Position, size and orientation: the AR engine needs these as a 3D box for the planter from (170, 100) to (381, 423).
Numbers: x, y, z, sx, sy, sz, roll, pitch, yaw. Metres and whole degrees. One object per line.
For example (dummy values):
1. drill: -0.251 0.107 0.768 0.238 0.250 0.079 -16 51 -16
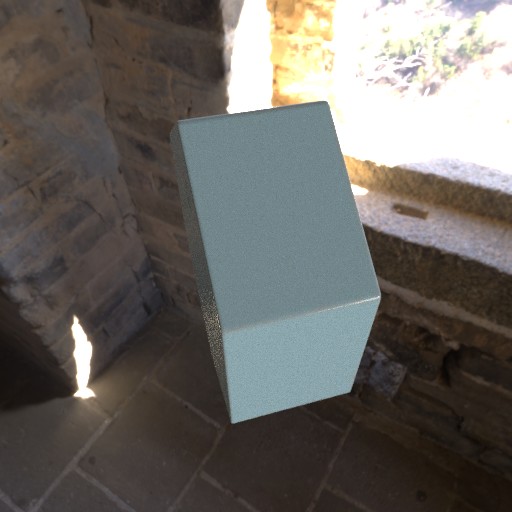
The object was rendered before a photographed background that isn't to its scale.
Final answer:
1. planter: 0.000 0.000 0.291 0.078 0.207 0.169 -11 48 -10
